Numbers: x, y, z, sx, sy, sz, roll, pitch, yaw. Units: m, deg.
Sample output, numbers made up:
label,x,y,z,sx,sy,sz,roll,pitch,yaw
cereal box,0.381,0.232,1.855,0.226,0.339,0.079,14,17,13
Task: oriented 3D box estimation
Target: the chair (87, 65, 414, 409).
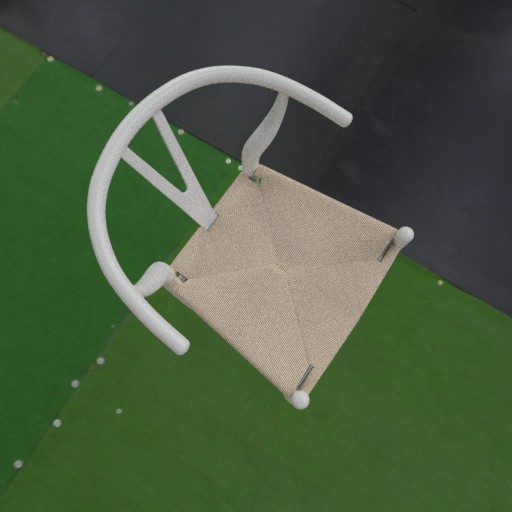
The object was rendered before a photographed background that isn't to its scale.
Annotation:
label,x,y,z,sx,sy,sz,roll,pitch,yaw
chair,0.000,0.000,1.104,0.579,0.730,0.569,34,78,8
